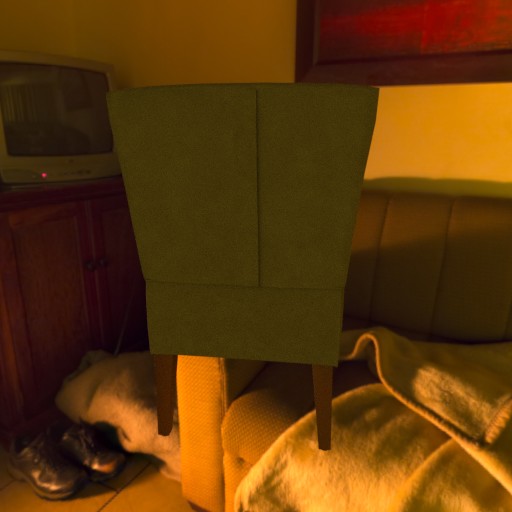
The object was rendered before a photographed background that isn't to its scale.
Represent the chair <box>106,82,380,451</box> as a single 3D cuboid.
[{"bbox_3d":[0.000,0.000,1.171,0.521,0.806,0.554,2,15,8],"label":"chair"}]
